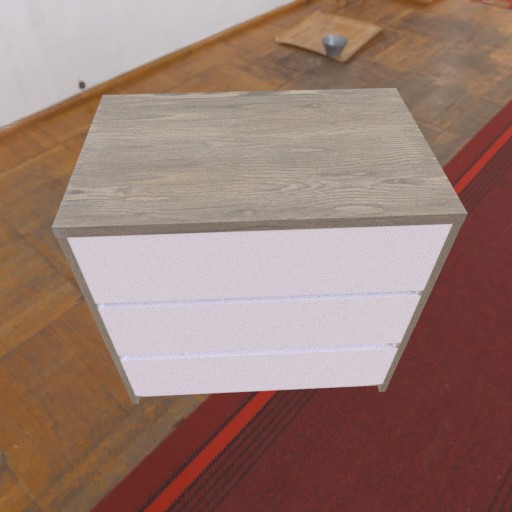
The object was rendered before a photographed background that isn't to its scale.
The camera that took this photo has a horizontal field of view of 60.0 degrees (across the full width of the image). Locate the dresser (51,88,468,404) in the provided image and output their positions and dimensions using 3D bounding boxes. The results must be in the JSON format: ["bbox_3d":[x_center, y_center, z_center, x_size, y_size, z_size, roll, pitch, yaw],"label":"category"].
[{"bbox_3d":[0.000,0.000,1.318,0.809,0.762,0.529,-2,47,-2],"label":"dresser"}]
